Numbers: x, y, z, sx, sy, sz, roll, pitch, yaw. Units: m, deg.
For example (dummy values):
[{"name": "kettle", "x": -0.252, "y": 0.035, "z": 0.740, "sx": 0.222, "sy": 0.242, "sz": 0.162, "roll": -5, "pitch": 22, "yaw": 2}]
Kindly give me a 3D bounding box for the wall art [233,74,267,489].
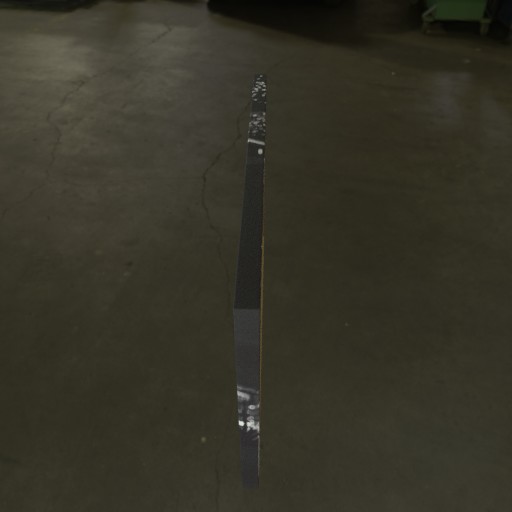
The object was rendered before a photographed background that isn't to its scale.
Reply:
[{"name": "wall art", "x": 0.000, "y": 0.000, "z": 1.150, "sx": 0.038, "sy": 0.609, "sz": 0.914, "roll": 1, "pitch": 41, "yaw": 1}]
